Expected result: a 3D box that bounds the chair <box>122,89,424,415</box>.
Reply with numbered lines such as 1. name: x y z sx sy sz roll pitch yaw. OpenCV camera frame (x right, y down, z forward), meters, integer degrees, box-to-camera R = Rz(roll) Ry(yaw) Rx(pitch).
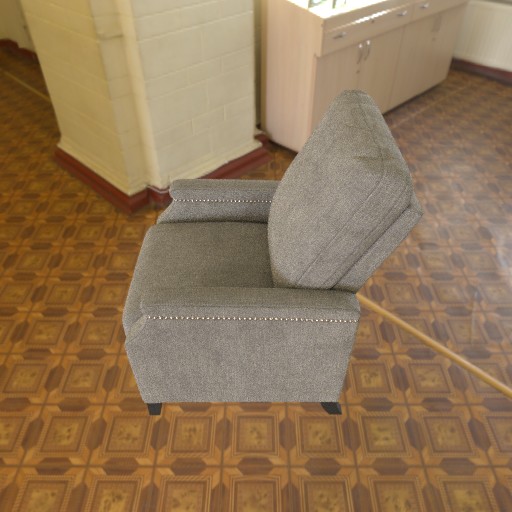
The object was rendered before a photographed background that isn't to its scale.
1. chair: 0.000 0.000 1.632 0.922 1.049 0.710 0 42 0
